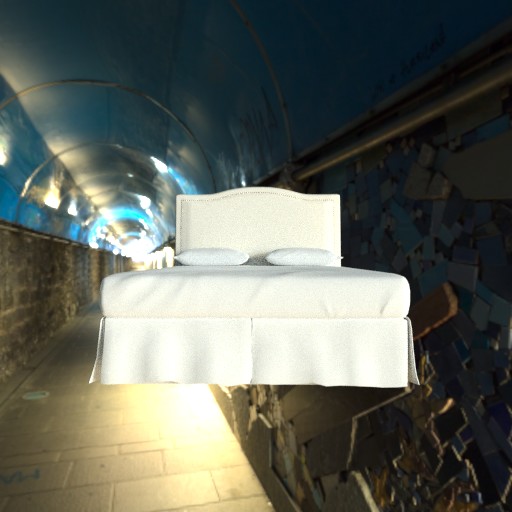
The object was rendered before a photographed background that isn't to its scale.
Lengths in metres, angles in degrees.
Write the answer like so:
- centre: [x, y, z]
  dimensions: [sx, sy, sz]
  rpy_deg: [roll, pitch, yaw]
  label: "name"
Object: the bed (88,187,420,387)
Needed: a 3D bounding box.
- centre: [0.000, 0.000, 3.527]
  dimensions: [1.821, 1.436, 2.282]
  rpy_deg: [0, 0, 1]
  label: "bed"
